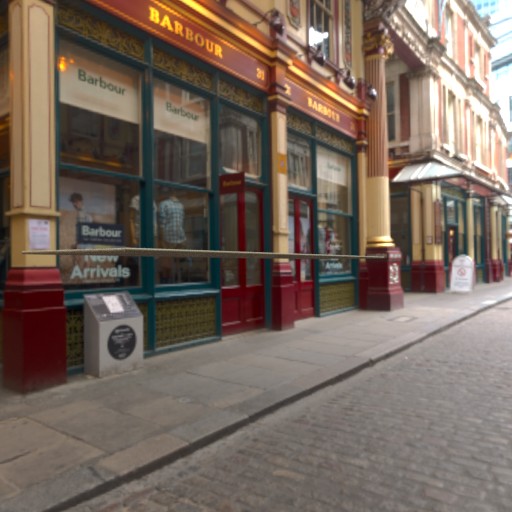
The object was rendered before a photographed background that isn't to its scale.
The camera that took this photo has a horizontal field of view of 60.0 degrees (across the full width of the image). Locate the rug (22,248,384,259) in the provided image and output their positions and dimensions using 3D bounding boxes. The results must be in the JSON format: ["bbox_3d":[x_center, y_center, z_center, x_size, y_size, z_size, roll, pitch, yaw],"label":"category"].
[{"bbox_3d":[0.000,0.000,2.514,0.661,0.013,2.297,-1,-1,36],"label":"rug"}]
